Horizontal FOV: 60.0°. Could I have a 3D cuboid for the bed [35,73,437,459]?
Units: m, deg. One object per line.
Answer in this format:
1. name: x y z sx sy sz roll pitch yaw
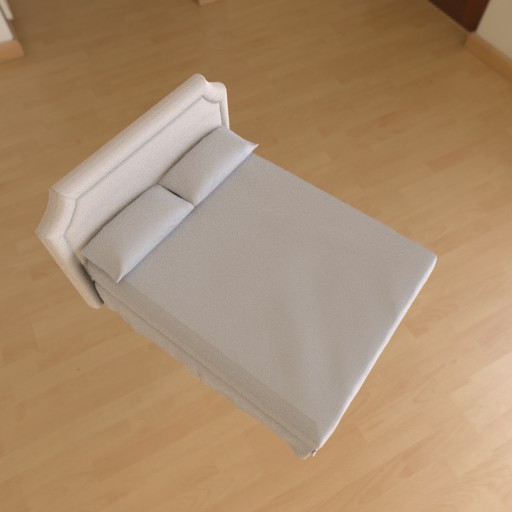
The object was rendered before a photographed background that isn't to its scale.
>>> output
1. bed: 0.000 0.000 3.193 2.164 1.297 1.828 33 64 18
